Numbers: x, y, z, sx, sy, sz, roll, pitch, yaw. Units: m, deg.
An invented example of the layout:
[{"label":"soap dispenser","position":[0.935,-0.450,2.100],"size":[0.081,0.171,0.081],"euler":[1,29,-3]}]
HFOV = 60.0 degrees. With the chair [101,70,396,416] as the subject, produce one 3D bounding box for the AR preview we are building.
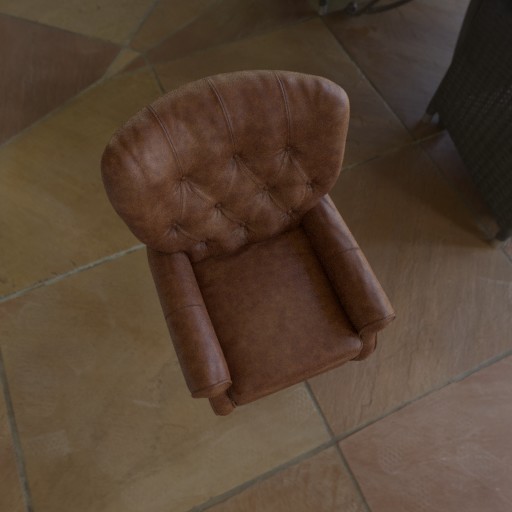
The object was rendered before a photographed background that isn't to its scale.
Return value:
[{"label":"chair","position":[0.000,0.000,1.914],"size":[0.951,1.164,1.059],"euler":[-19,65,-9]}]
